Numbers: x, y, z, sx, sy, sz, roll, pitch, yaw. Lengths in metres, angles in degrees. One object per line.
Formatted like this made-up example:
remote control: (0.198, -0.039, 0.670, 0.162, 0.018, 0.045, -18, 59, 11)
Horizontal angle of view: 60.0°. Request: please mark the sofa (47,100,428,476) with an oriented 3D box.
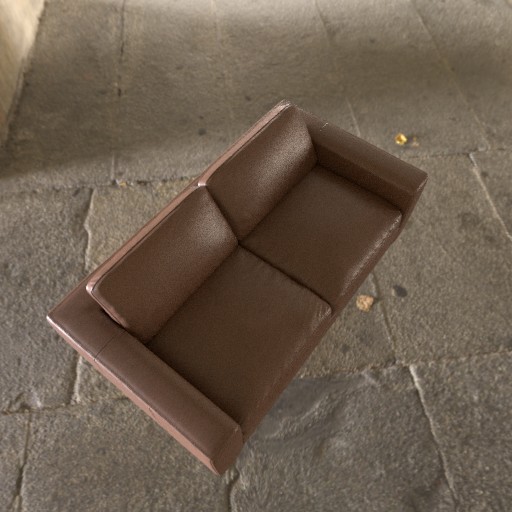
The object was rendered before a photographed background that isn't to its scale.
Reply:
sofa: (0.000, 0.000, 2.441, 1.070, 0.800, 1.920, 34, 65, 18)
